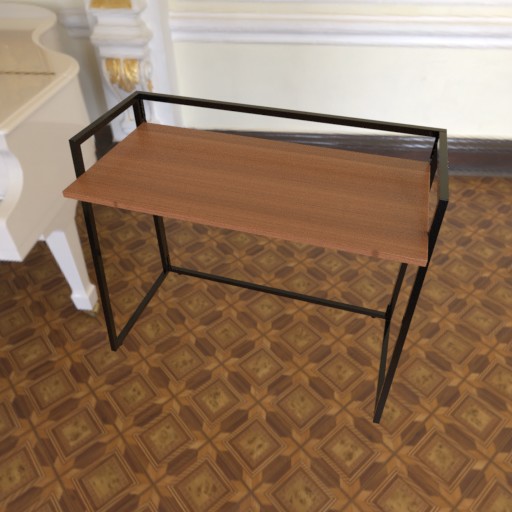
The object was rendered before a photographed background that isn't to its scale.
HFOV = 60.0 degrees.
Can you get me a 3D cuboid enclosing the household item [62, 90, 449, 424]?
[{"bbox_3d":[0.000,0.000,1.549,1.050,0.860,0.510,12,42,13],"label":"household item"}]
